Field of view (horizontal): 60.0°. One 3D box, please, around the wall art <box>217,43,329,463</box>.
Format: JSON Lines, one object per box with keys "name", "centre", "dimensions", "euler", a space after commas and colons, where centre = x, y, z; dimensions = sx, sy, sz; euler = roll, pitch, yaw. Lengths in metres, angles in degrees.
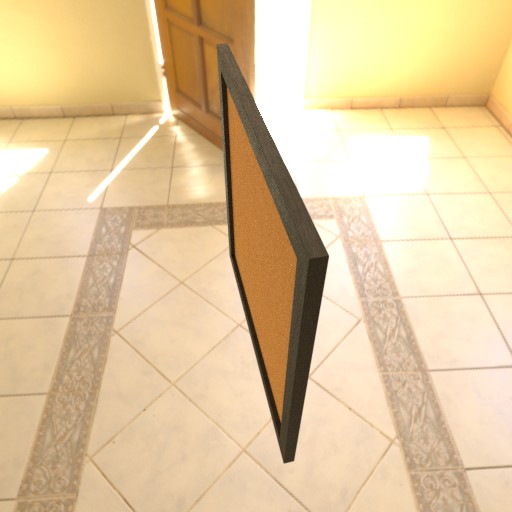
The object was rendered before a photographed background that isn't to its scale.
{"name": "wall art", "centre": [0.000, 0.000, 1.501], "dimensions": [0.038, 1.016, 1.016], "euler": [-9, 47, -9]}
